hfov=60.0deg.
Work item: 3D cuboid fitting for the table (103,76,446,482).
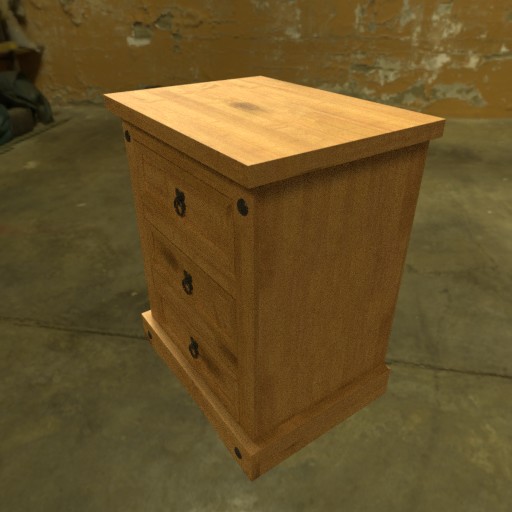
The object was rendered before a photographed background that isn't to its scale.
[{"bbox_3d":[0.000,0.000,1.235,0.500,0.813,0.660,-20,36,-30],"label":"table"}]
